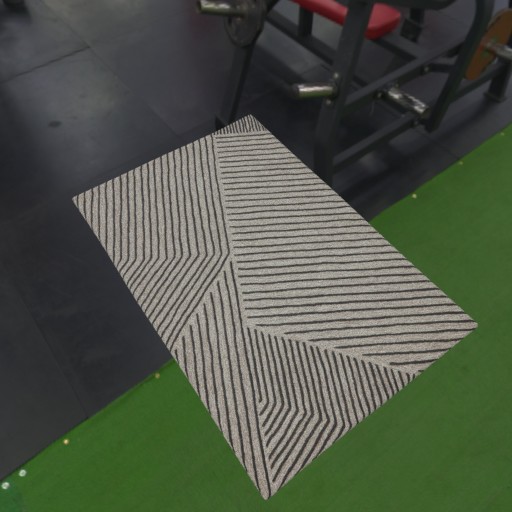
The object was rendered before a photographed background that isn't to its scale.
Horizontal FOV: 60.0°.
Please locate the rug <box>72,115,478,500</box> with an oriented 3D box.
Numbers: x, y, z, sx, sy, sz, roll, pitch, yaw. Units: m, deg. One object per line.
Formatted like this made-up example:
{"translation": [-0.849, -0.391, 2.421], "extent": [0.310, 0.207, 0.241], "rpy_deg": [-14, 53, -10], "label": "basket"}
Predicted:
{"translation": [0.000, 0.000, 2.277], "extent": [1.237, 0.019, 1.842], "rpy_deg": [-31, 62, -19], "label": "rug"}
